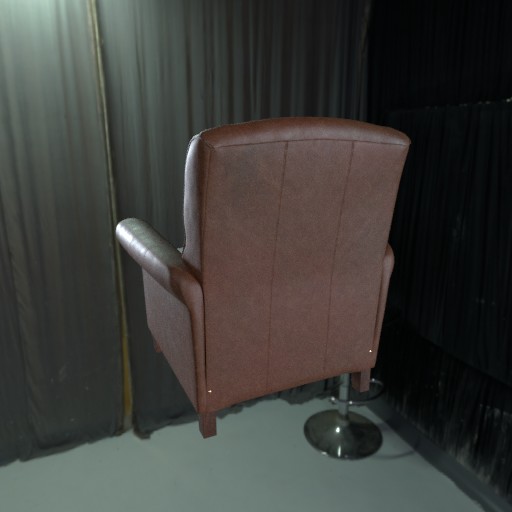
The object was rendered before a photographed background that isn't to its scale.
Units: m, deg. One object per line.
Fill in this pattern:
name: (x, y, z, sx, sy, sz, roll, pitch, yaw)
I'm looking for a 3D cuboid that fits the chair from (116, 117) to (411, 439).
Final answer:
chair: (0.000, 0.000, 1.821, 0.978, 1.061, 0.902, -7, 17, -24)
